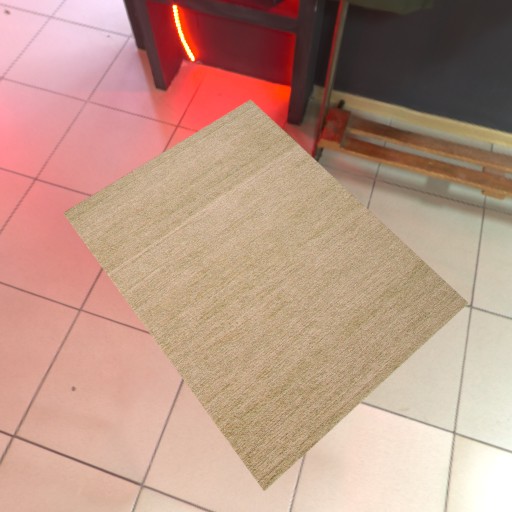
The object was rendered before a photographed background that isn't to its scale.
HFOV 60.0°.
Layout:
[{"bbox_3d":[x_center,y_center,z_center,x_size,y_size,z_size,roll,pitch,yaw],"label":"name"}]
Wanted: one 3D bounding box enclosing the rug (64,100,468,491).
[{"bbox_3d":[0.000,0.000,4.270,2.425,0.016,3.198,-36,70,-16],"label":"rug"}]
